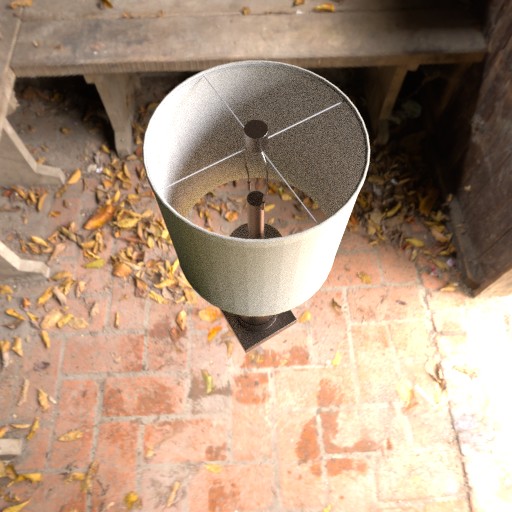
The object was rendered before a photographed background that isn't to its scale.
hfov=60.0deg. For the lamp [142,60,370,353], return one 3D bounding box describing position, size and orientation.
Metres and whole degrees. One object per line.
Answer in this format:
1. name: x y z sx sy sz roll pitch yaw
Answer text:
1. lamp: 0.000 0.000 0.610 0.202 0.509 0.202 -29 68 -13
